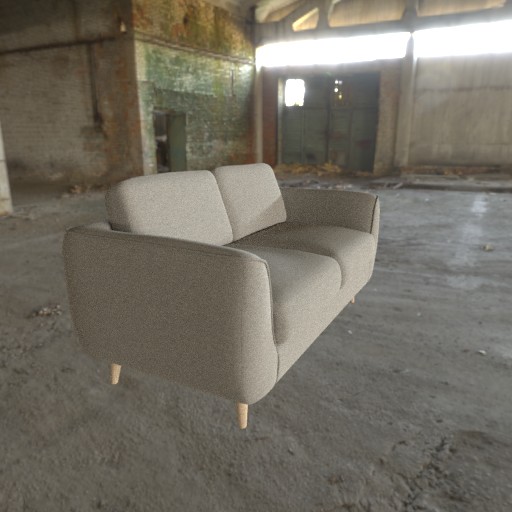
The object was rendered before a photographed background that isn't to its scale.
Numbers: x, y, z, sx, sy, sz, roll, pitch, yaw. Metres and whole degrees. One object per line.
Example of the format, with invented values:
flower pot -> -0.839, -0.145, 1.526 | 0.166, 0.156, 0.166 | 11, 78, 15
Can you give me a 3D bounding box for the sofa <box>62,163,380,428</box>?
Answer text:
sofa -> 0.000, 0.000, 2.218 | 0.920, 0.850, 1.700 | 8, 17, 27
